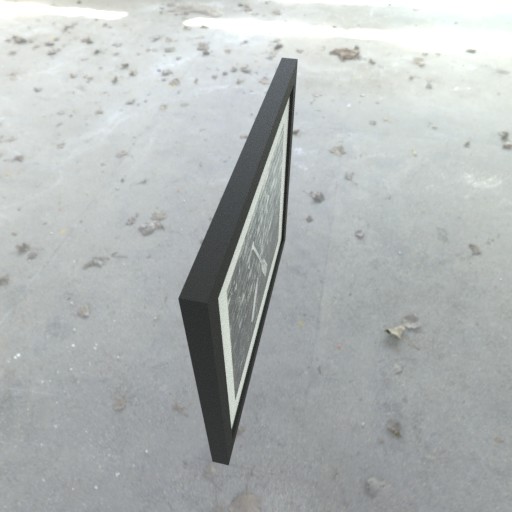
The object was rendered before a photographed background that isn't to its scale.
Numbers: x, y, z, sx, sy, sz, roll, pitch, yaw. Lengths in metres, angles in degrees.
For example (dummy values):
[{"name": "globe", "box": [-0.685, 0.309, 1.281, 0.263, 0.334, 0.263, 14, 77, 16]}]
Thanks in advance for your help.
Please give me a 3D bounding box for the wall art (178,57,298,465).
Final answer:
[{"name": "wall art", "box": [0.000, 0.000, 0.776, 0.029, 0.457, 0.558, 9, 48, 9]}]
